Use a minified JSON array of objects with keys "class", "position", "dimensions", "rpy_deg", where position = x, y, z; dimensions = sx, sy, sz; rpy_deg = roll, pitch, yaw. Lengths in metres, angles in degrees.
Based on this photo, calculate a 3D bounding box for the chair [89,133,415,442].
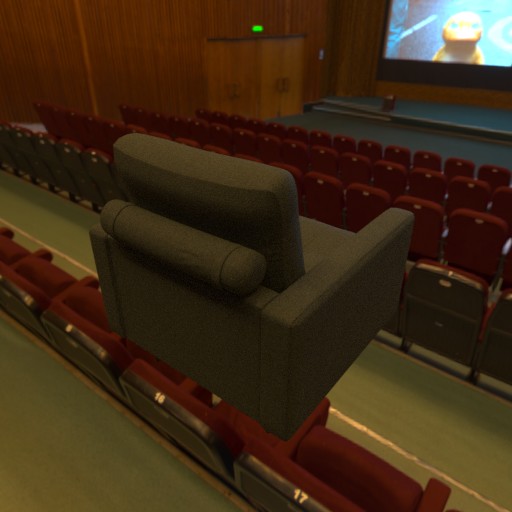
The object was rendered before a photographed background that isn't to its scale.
[{"class":"chair","position":[0.000,0.000,1.564],"dimensions":[0.821,0.880,0.843],"rpy_deg":[21,37,32]}]
